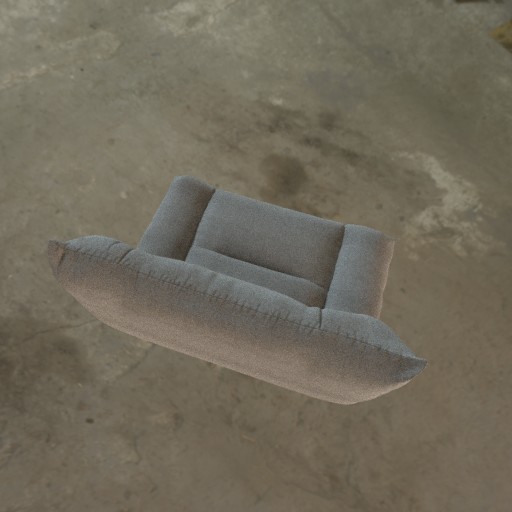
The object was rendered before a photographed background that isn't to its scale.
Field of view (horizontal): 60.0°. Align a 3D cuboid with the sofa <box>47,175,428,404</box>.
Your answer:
[{"bbox_3d":[0.000,0.000,1.697,1.144,0.795,0.847,17,66,8],"label":"sofa"}]
